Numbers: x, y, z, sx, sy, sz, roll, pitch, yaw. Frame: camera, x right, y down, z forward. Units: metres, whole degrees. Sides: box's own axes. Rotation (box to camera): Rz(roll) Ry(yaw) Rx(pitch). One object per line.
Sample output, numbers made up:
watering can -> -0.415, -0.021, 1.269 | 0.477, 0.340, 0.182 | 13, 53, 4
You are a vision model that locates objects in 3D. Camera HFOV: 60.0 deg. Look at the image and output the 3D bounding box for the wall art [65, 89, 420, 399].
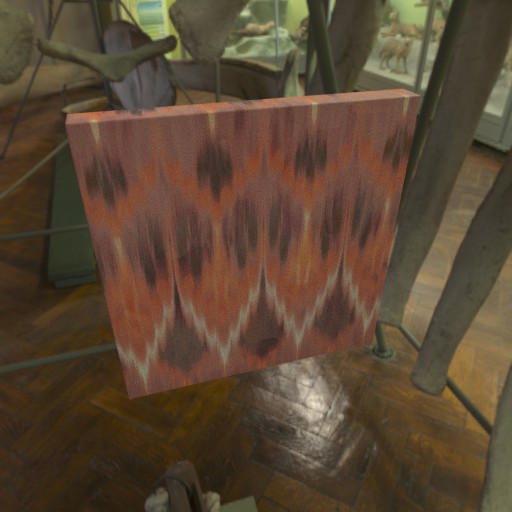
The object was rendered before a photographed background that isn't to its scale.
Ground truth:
wall art -> 0.000, 0.000, 0.608 | 0.403, 0.406, 0.038 | -9, 34, -14
